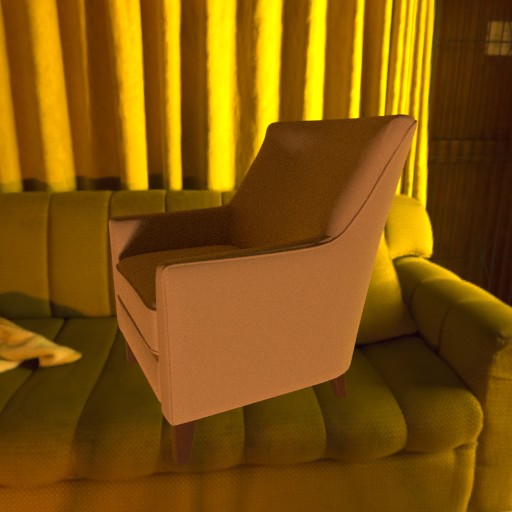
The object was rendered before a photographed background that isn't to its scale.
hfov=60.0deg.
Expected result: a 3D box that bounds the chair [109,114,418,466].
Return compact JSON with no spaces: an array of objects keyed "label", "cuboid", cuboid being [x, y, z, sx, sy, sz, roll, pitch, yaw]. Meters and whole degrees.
[{"label":"chair","cuboid":[0.000,0.000,1.527,0.879,0.916,0.756,-7,17,-26]}]
